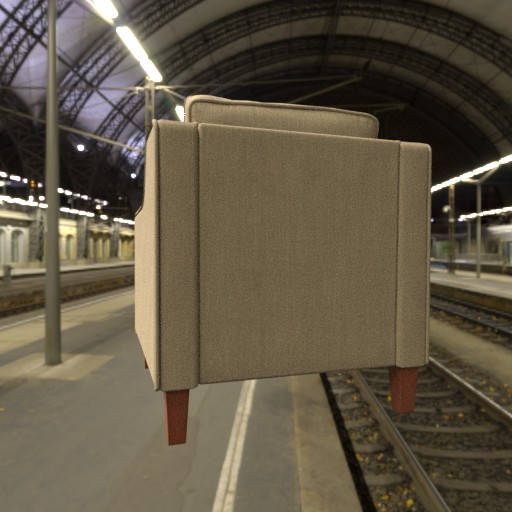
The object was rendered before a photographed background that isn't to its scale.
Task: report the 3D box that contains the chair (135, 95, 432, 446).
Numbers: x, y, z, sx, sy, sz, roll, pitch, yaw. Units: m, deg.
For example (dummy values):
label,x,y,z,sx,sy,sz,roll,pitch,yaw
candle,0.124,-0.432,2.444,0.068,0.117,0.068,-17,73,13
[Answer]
label,x,y,z,sx,sy,sz,roll,pitch,yaw
chair,0.000,0.000,1.645,0.831,0.960,0.909,0,1,-18
